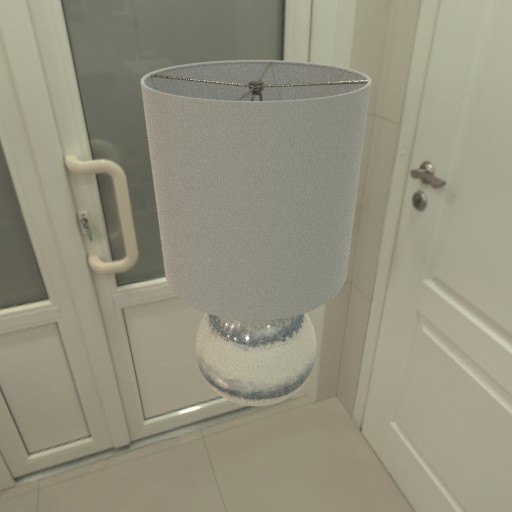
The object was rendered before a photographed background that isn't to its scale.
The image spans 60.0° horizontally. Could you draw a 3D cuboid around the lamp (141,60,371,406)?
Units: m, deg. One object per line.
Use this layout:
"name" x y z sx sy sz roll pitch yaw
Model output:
"lamp" 0.000 0.000 0.530 0.216 0.404 0.216 -11 33 -18
